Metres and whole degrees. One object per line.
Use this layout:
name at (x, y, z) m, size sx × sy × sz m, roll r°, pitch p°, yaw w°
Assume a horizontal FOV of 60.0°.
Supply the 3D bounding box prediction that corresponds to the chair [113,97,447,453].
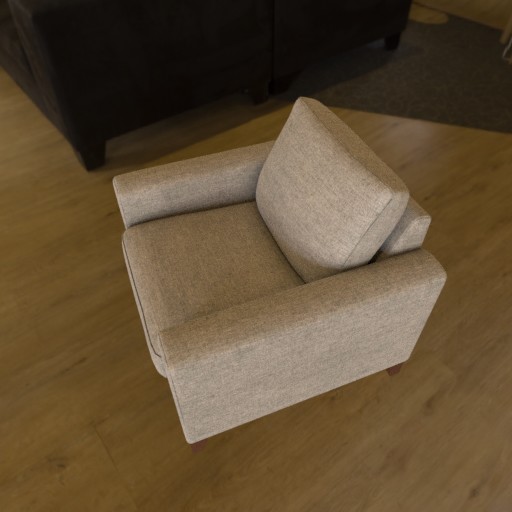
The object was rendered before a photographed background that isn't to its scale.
chair at (0.000, 0.000, 1.867) m, size 1.038 × 1.010 × 1.024 m, roll -16°, pitch 49°, yaw -15°
